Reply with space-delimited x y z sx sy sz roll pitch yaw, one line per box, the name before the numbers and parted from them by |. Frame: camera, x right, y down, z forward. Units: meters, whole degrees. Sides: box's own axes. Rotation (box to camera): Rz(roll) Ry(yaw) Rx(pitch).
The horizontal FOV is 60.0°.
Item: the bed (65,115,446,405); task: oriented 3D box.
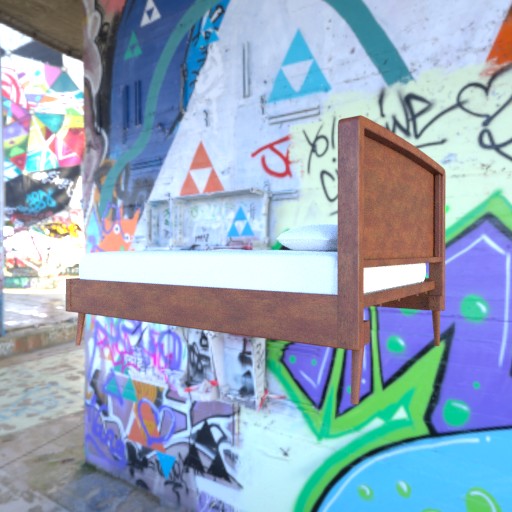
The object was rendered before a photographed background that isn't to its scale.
bed | 0.000 0.000 3.161 2.196 1.275 1.587 0 1 35
